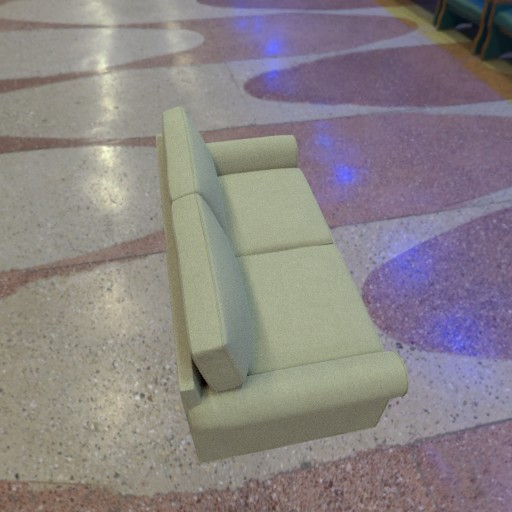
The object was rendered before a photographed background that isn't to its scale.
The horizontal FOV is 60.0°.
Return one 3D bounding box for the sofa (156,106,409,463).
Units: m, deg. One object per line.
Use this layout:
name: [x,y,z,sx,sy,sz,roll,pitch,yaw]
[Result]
sofa: [0.000,0.000,2.276,0.861,0.933,1.774,-9,48,-8]
